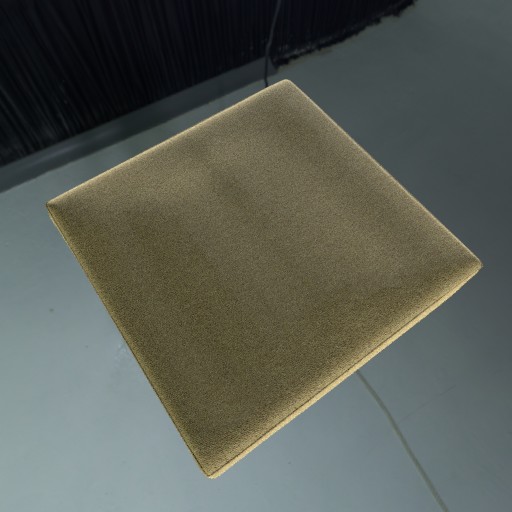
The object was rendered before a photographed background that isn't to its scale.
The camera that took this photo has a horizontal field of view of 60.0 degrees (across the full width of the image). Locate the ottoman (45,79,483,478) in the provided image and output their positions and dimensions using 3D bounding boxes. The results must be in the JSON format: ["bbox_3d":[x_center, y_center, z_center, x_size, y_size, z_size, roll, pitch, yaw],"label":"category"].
[{"bbox_3d":[0.000,0.000,1.485,0.981,0.378,0.970,-32,67,-15],"label":"ottoman"}]
